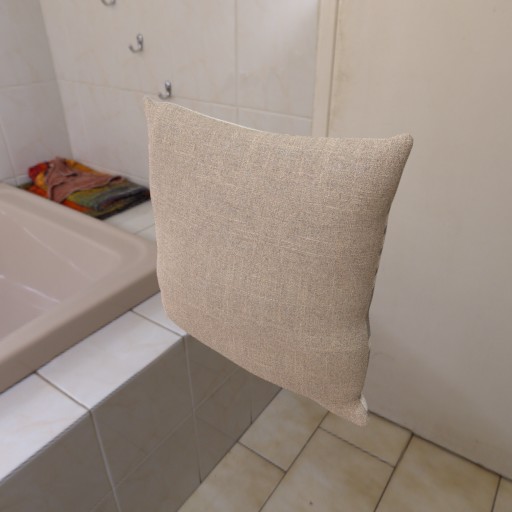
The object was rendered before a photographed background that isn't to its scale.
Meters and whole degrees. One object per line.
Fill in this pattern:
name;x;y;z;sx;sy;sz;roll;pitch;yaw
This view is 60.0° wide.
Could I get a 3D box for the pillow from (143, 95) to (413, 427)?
pillow;0.000;0.000;0.683;0.439;0.440;0.182;21;36;32
